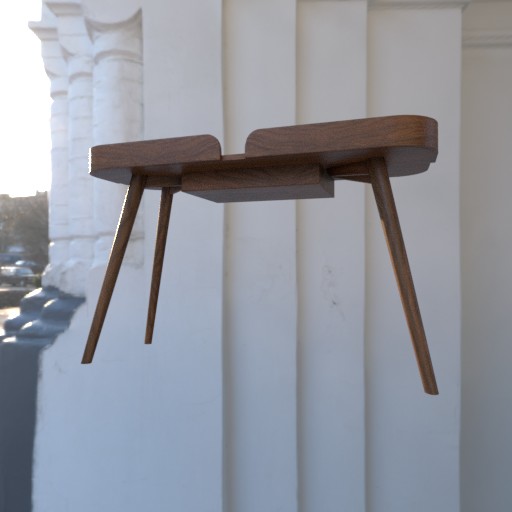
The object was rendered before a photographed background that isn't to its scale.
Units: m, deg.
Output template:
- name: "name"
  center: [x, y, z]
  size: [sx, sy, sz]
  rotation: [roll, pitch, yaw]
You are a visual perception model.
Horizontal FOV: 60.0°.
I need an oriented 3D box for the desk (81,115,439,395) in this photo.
- name: "desk"
  center: [0.000, 0.000, 1.663]
  size: [1.256, 0.800, 0.486]
  rotation: [0, -1, 19]
